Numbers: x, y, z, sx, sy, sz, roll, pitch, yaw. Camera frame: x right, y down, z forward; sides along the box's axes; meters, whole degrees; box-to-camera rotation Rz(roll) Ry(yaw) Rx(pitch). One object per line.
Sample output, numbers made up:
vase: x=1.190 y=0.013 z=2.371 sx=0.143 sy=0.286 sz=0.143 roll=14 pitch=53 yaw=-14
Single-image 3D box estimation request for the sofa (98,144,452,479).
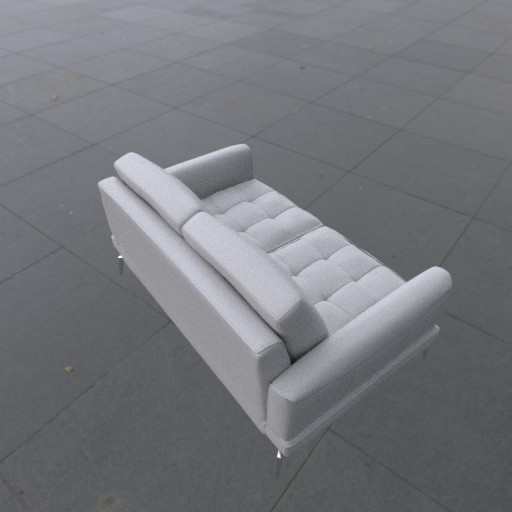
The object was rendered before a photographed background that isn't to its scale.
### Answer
sofa: x=0.000 y=0.000 z=2.496 sx=1.121 sy=0.930 sz=1.819 roll=-27 pitch=48 yaw=-27
